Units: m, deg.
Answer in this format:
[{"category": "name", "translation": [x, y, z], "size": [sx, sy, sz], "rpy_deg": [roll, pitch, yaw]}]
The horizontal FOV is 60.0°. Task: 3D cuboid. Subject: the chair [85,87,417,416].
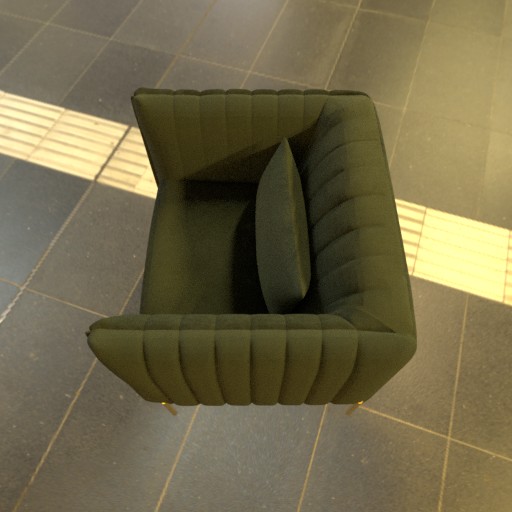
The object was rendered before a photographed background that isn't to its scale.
[{"category": "chair", "translation": [0.000, 0.000, 1.651], "size": [0.877, 0.794, 1.032], "rpy_deg": [0, 61, 0]}]
